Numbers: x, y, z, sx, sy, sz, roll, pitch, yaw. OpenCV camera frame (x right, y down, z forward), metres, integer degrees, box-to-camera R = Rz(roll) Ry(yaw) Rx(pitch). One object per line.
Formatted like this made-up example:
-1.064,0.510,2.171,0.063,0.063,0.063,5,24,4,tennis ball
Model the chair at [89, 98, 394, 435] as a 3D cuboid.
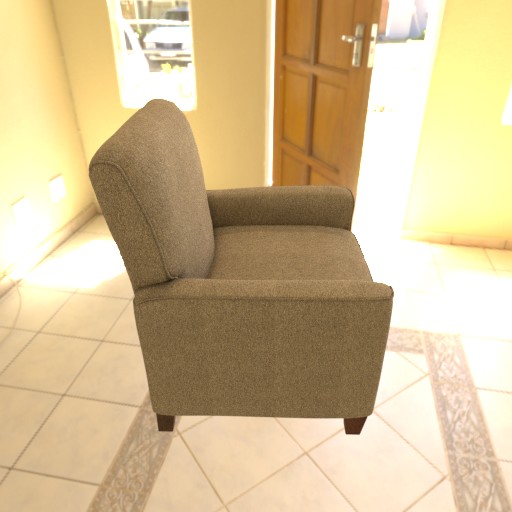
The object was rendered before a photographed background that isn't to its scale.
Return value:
0.000,0.000,1.632,0.858,1.028,0.841,1,31,1,chair
